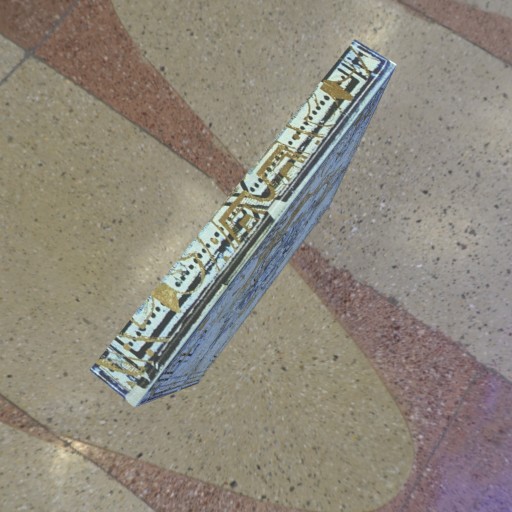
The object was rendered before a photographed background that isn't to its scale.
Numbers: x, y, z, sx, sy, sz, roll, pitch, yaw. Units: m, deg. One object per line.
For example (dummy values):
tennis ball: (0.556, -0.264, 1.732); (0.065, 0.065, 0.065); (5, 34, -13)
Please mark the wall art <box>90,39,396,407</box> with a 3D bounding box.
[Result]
wall art: (0.000, 0.000, 0.453); (0.038, 0.306, 0.302); (36, 79, 8)
